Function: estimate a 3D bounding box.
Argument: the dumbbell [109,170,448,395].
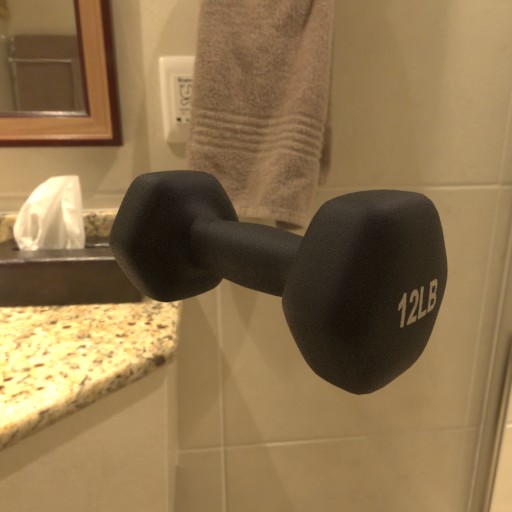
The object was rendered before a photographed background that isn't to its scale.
[{"bbox_3d":[0.000,0.000,0.296,0.112,0.101,0.231,-14,21,-42],"label":"dumbbell"}]
